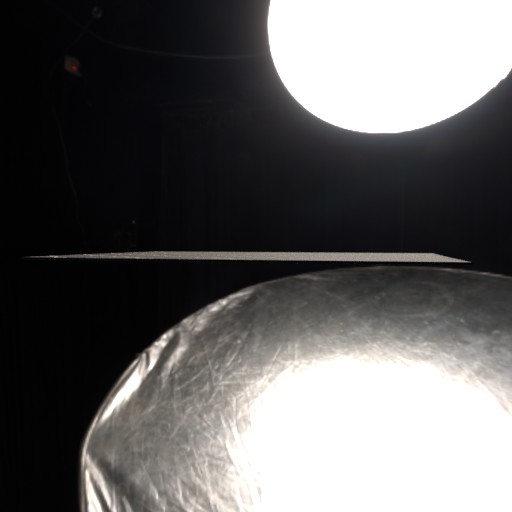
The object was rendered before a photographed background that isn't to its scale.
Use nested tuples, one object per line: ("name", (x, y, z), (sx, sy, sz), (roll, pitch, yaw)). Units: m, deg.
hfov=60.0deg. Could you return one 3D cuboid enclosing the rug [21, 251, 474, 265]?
("rug", (0.000, 0.000, 2.859), (2.294, 0.014, 1.528), (1, 2, 16))
